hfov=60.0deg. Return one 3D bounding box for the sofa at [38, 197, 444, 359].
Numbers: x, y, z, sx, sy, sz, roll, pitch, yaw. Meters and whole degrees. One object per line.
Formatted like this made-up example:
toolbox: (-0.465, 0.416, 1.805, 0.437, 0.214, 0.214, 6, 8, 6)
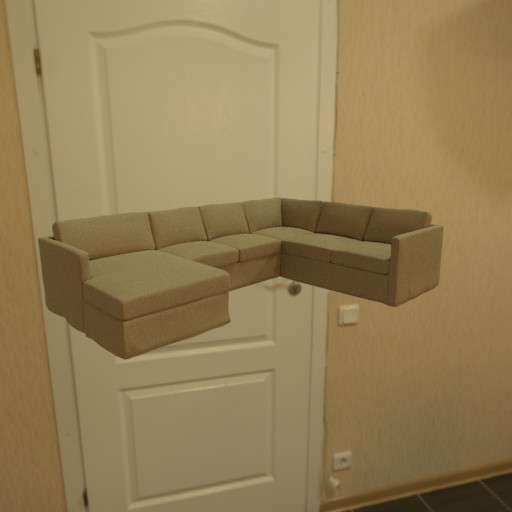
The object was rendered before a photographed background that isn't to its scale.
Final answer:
sofa: (0.000, 0.000, 4.627, 3.528, 0.878, 2.476, -13, 19, -43)
